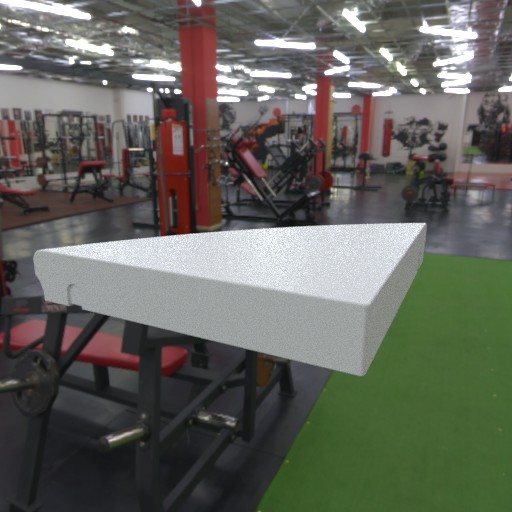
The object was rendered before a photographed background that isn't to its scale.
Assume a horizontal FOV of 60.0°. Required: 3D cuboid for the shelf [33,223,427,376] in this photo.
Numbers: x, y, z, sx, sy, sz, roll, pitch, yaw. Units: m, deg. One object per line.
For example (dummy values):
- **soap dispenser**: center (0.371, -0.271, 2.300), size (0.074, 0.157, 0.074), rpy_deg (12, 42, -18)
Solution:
- **shelf**: center (0.000, 0.000, 0.478), size (0.310, 0.050, 0.310), rpy_deg (7, 17, 26)
